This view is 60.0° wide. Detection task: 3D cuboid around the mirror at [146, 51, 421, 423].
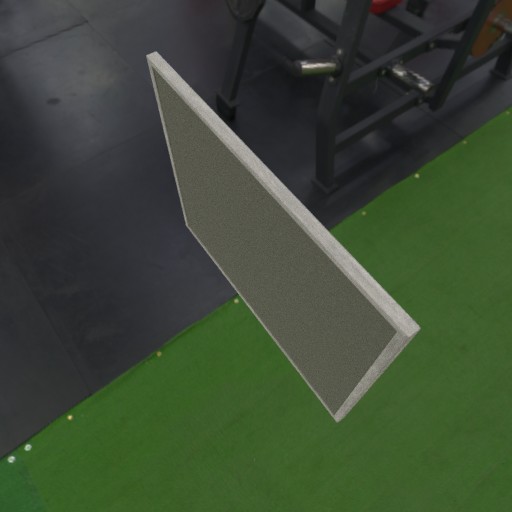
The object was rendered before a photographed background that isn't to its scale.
[{"bbox_3d":[0.000,0.000,1.146,0.028,0.689,0.839,-31,64,-17],"label":"mirror"}]
